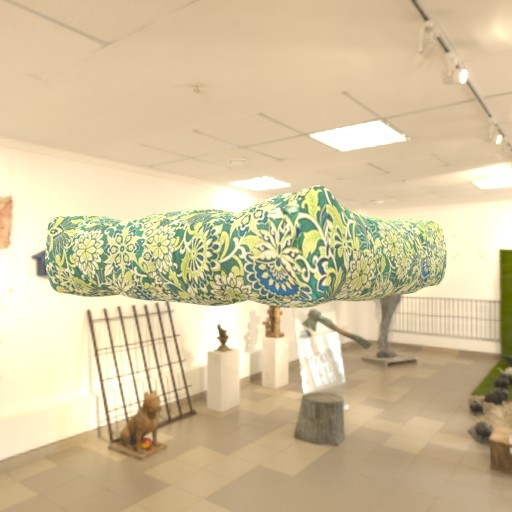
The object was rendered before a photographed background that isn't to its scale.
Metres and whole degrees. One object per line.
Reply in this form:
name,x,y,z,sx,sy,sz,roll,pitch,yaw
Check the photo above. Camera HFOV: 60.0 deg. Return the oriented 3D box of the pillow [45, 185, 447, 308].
pillow,0.000,0.000,0.716,0.490,0.128,0.468,-1,-1,36
